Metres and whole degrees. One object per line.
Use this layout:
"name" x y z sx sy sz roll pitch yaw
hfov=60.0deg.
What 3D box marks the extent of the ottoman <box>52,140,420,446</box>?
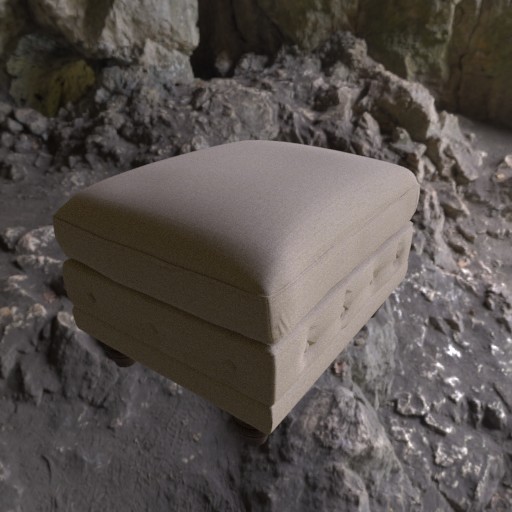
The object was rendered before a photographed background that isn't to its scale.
"ottoman" 0.000 0.000 1.033 0.541 0.463 0.684 18 31 32
